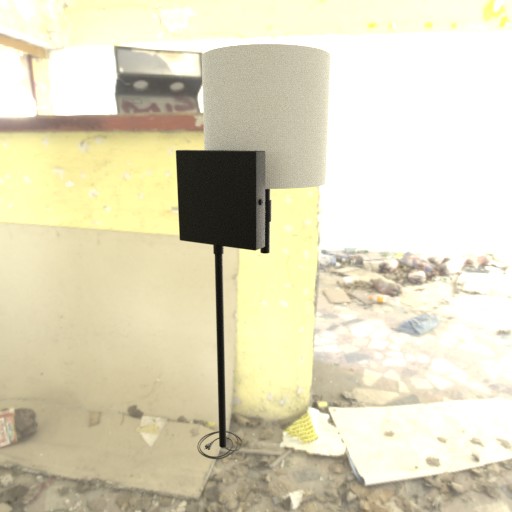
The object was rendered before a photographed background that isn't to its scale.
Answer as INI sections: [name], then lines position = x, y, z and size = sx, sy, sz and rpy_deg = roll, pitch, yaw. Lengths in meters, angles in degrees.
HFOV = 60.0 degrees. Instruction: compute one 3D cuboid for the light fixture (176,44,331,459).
[light fixture]
position = 0.000, 0.000, 0.699
size = 0.188, 0.589, 0.248
rpy_deg = 8, 17, 29
